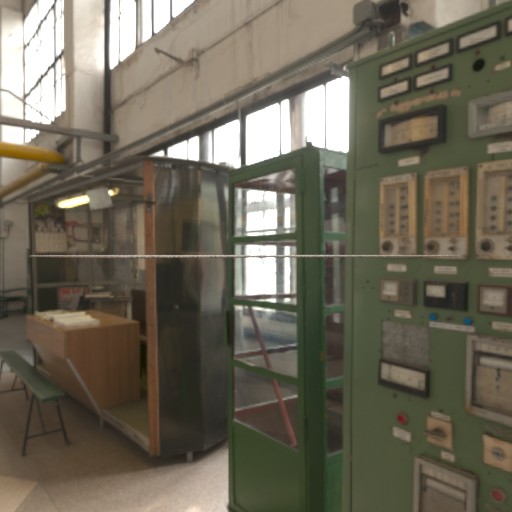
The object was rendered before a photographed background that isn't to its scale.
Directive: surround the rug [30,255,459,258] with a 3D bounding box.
[{"bbox_3d":[0.000,0.000,2.992,2.464,0.010,1.549,0,0,-38],"label":"rug"}]
